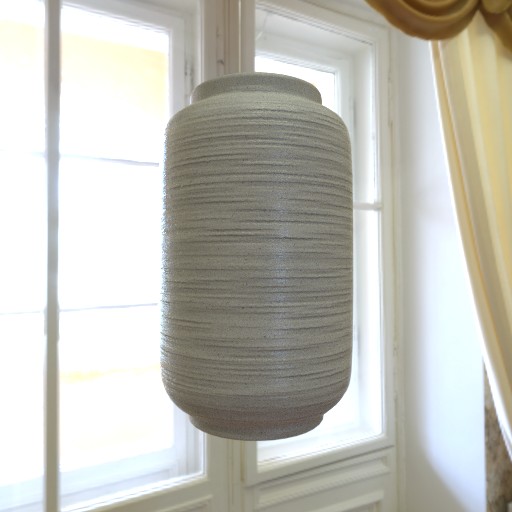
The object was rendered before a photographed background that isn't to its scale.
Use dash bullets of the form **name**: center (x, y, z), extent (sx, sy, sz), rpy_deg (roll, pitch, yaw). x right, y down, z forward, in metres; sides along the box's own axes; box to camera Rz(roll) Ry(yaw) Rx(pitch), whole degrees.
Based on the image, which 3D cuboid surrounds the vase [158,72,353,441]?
- **vase**: center (0.000, 0.000, 0.470), extent (0.202, 0.335, 0.202), rpy_deg (0, 0, 0)
